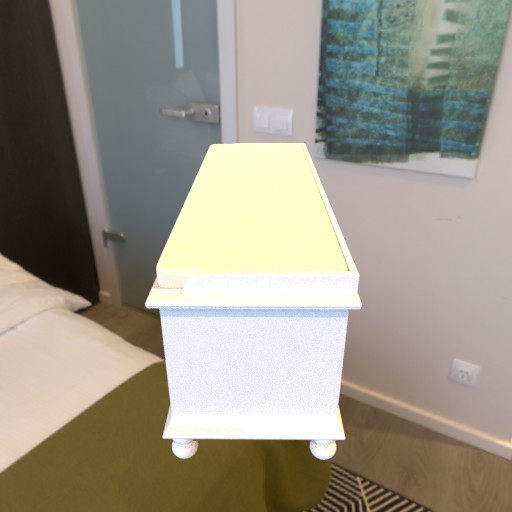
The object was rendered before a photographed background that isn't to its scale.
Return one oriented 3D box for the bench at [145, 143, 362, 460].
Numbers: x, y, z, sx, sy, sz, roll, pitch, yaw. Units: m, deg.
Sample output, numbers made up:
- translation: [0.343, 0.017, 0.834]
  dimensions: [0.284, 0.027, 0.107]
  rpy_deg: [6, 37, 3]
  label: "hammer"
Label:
- translation: [0.000, 0.000, 1.437]
  dimensions: [0.402, 0.486, 1.185]
  rpy_deg: [0, 27, 0]
  label: "bench"
